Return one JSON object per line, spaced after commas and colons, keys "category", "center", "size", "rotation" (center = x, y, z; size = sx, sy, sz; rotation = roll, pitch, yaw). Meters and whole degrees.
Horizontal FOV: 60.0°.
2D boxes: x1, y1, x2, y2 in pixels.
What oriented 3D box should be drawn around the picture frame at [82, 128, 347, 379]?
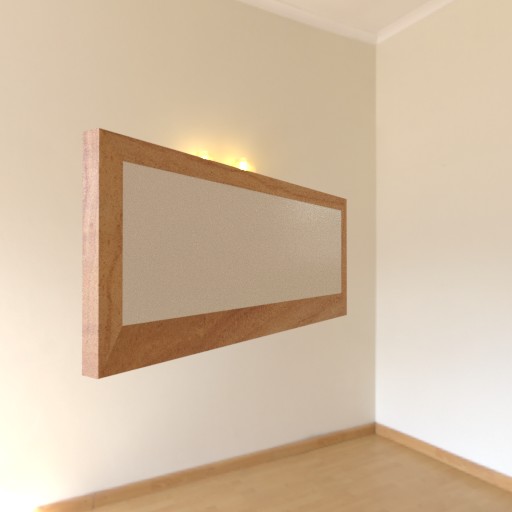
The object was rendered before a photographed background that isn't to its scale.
{"category": "picture frame", "center": [0.000, 0.000, 0.664], "size": [0.045, 0.234, 0.582], "rotation": [0, -1, 34]}
